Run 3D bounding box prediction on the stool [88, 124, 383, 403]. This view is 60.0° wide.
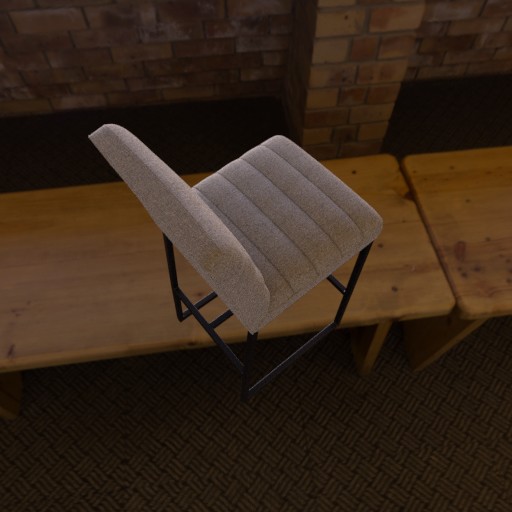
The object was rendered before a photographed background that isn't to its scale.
[{"bbox_3d":[0.000,0.000,1.367,0.571,1.034,0.459,-35,64,-20],"label":"stool"}]
